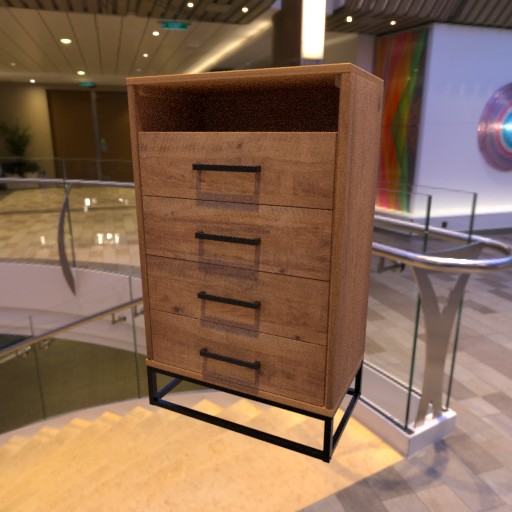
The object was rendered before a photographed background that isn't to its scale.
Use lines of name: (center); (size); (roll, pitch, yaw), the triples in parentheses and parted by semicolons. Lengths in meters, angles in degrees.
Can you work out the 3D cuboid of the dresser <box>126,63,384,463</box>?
dresser: (0.000, 0.000, 1.661); (0.761, 1.240, 0.479); (8, 17, 25)
